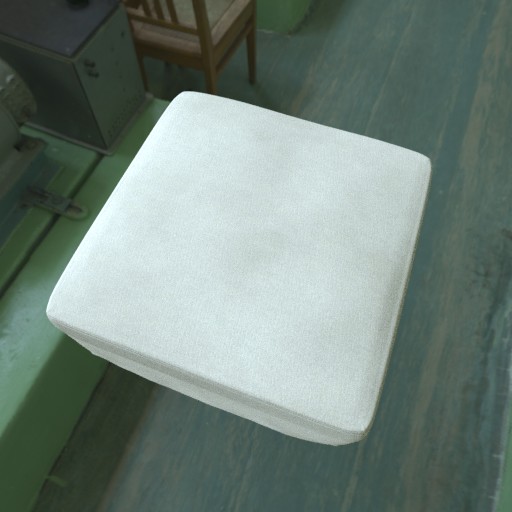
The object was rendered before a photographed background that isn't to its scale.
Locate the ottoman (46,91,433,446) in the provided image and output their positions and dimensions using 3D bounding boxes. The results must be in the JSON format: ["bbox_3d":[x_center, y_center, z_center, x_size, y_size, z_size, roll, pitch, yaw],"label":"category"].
[{"bbox_3d":[0.000,0.000,1.331,0.842,0.441,0.843,18,64,9],"label":"ottoman"}]
